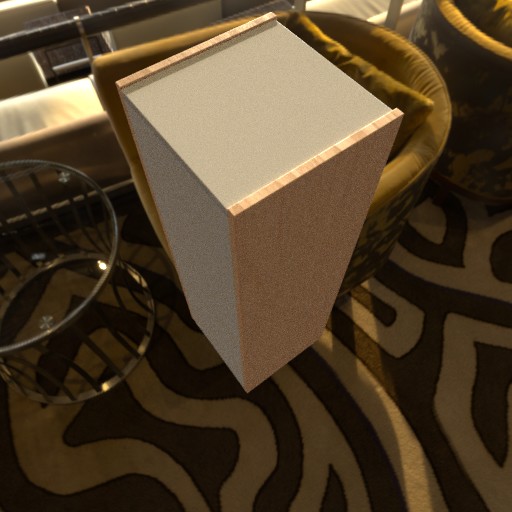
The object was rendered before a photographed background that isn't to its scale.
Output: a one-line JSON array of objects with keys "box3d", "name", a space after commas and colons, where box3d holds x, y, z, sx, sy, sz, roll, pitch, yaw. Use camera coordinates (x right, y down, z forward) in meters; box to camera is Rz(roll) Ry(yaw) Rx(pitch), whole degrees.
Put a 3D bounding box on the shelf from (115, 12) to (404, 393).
[{"box3d": [0.000, 0.000, 1.020, 0.290, 0.900, 0.300, -33, 65, -18], "name": "shelf"}]
